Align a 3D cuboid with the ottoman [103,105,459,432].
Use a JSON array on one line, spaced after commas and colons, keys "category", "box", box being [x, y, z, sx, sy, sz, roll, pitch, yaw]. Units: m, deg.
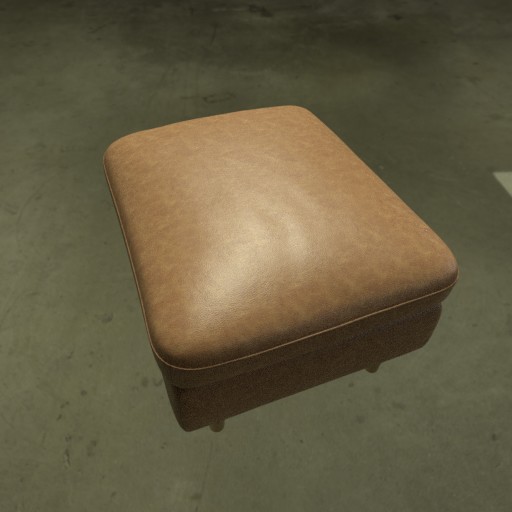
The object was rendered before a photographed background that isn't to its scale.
[{"category": "ottoman", "box": [0.000, 0.000, 1.096, 0.593, 0.478, 0.747, -15, 46, -15]}]
